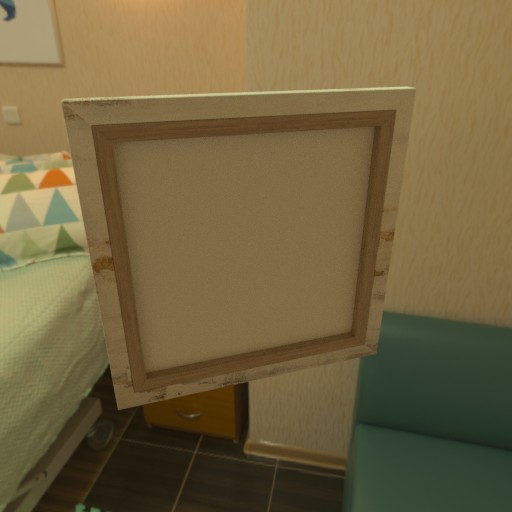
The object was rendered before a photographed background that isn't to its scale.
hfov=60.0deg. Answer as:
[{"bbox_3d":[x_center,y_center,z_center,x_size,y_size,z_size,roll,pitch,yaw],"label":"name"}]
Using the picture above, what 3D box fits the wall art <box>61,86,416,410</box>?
[{"bbox_3d":[0.000,0.000,1.087,0.753,0.755,0.038,-8,27,-16],"label":"wall art"}]
